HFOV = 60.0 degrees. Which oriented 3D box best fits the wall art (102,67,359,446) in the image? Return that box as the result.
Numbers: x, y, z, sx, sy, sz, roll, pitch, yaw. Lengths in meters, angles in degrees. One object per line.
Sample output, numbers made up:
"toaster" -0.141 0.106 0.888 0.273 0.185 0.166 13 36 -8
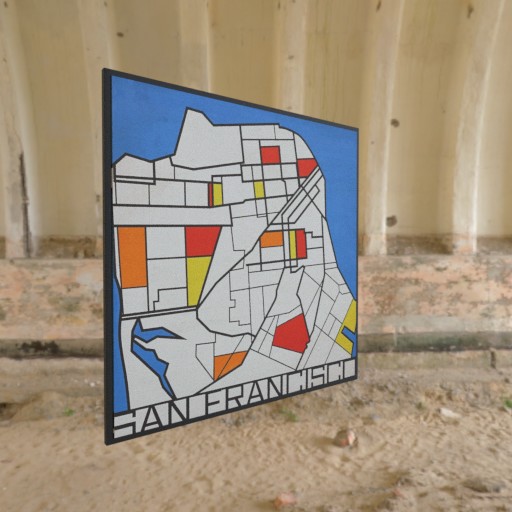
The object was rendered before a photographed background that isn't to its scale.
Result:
"wall art" 0.000 0.000 0.978 0.664 0.663 0.015 -1 1 -36
